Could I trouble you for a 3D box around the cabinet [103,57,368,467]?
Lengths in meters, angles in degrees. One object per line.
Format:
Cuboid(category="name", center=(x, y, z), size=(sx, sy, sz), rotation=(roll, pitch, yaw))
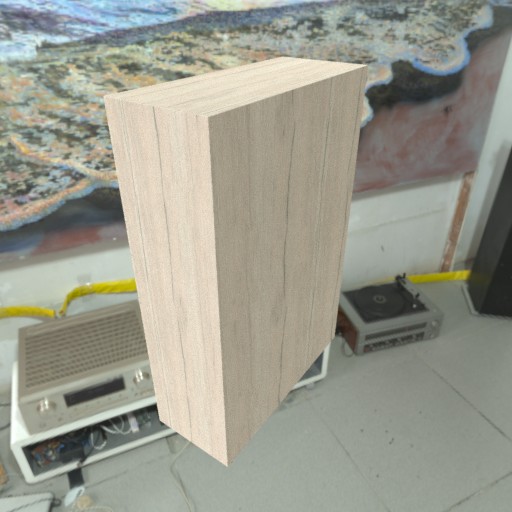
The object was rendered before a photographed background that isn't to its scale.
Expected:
Cuboid(category="cabinet", center=(0.000, 0.000, 2.738), size=(0.580, 2.070, 1.400), rotation=(21, 37, 29))
